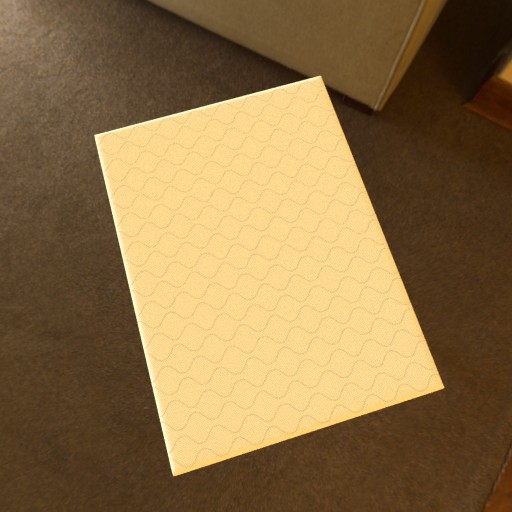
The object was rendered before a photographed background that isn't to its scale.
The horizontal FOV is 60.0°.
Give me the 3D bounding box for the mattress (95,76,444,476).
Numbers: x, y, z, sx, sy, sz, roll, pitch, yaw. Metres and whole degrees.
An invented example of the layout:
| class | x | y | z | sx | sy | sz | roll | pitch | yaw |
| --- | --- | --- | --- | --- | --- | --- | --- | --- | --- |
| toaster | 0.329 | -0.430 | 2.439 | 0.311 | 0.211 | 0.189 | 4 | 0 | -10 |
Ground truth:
| class | x | y | z | sx | sy | sz | roll | pitch | yaw |
| --- | --- | --- | --- | --- | --- | --- | --- | --- | --- |
| mattress | 0.000 | 0.000 | 2.473 | 1.400 | 0.200 | 1.900 | -16 | 75 | -4 |
